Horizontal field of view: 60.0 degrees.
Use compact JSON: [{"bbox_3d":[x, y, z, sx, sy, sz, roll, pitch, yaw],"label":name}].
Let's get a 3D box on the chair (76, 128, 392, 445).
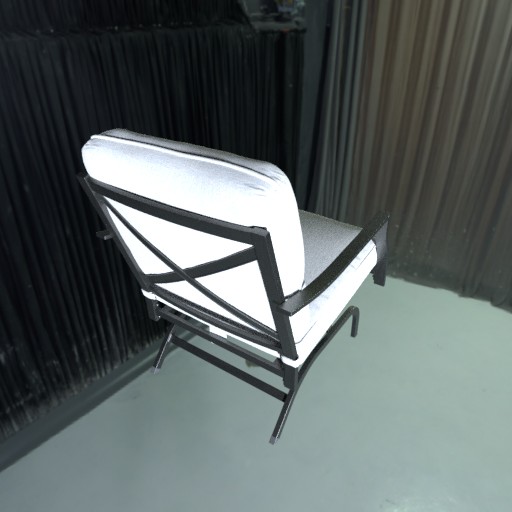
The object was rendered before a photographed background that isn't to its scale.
[{"bbox_3d":[0.000,0.000,1.417,0.650,0.860,0.787,20,36,29],"label":"chair"}]
